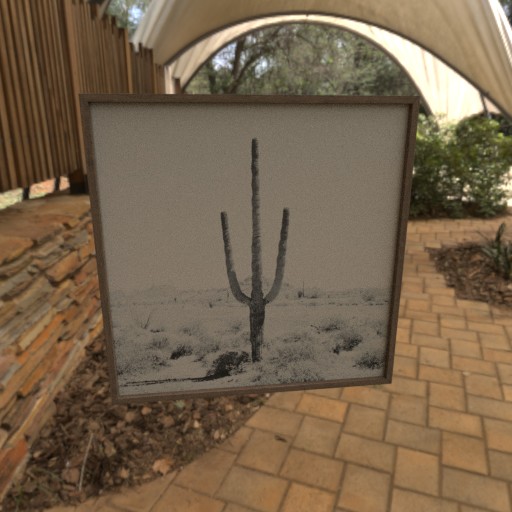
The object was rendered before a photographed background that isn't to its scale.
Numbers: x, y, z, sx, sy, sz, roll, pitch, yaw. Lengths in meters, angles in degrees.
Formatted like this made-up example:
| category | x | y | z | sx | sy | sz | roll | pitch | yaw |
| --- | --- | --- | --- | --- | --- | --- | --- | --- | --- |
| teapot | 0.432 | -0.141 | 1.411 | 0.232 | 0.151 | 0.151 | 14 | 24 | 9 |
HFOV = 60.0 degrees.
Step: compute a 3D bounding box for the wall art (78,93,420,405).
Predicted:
| category | x | y | z | sx | sy | sz | roll | pitch | yaw |
| --- | --- | --- | --- | --- | --- | --- | --- | --- | --- |
| wall art | 0.000 | 0.000 | 0.745 | 0.508 | 0.508 | 0.038 | -2 | 17 | -7 |
